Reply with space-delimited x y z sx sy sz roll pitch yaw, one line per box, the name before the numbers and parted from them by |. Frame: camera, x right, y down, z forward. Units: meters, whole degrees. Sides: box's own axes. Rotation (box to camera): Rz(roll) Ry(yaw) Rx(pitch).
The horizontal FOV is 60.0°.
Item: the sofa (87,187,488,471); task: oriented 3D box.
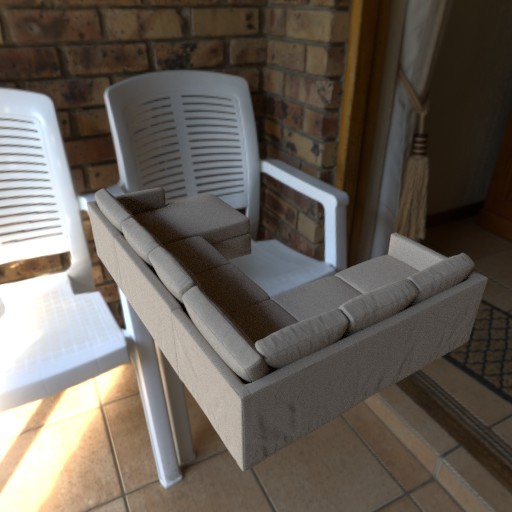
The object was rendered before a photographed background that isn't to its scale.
sofa | 0.000 0.000 4.513 2.427 0.882 3.460 -18 35 -28
